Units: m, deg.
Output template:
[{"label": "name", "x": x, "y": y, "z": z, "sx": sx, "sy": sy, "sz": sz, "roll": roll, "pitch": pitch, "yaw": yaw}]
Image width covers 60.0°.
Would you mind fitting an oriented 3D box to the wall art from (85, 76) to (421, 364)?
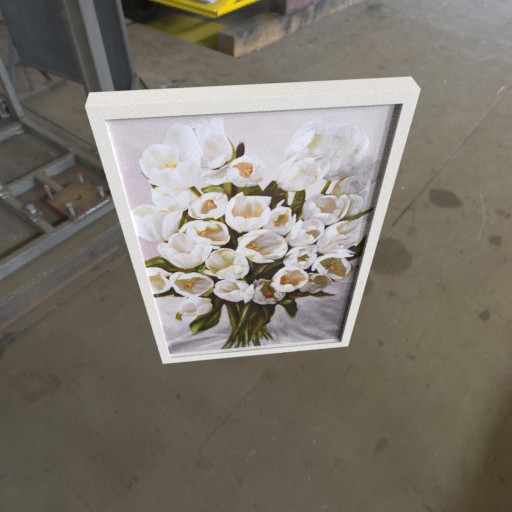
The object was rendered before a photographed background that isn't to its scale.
[{"label": "wall art", "x": 0.000, "y": 0.000, "z": 0.549, "sx": 0.293, "sy": 0.428, "sz": 0.025, "roll": -4, "pitch": 47, "yaw": -4}]
